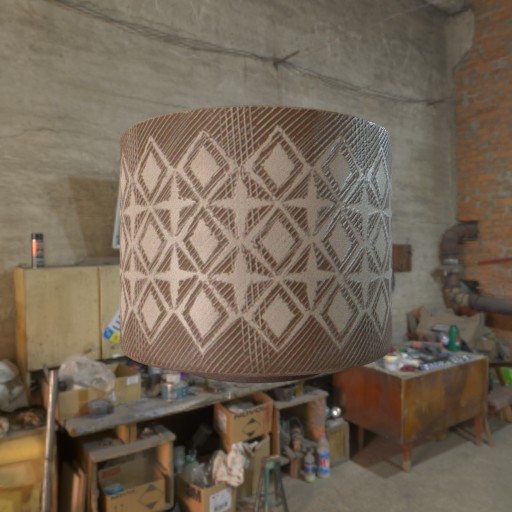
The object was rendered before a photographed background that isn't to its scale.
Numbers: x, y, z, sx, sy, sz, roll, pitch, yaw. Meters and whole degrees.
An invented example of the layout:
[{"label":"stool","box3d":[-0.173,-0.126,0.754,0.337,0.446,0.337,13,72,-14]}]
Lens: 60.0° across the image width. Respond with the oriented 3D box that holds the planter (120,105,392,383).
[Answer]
[{"label":"planter","box3d":[0.000,0.000,0.215,0.126,0.104,0.126,0,0,0]}]
